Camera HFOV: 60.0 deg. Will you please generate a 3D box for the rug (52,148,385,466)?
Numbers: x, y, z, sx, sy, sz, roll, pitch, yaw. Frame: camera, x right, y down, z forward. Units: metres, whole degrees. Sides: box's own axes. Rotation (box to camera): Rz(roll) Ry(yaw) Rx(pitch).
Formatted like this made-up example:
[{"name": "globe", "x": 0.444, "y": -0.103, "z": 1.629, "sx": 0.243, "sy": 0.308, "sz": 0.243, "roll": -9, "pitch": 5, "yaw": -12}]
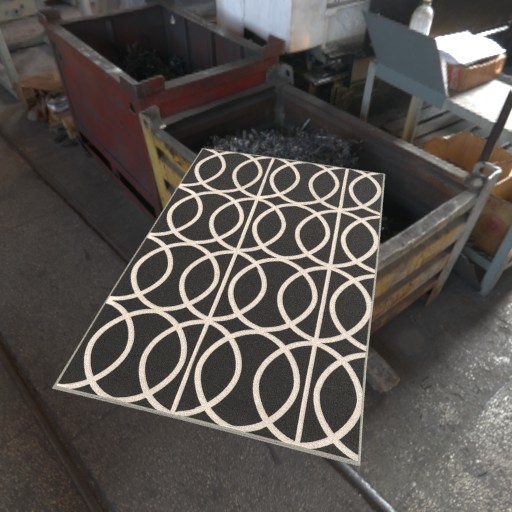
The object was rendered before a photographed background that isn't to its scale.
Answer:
[{"name": "rug", "x": 0.000, "y": 0.000, "z": 2.855, "sx": 1.528, "sy": 0.014, "sz": 2.294, "roll": 10, "pitch": 46, "yaw": 10}]
